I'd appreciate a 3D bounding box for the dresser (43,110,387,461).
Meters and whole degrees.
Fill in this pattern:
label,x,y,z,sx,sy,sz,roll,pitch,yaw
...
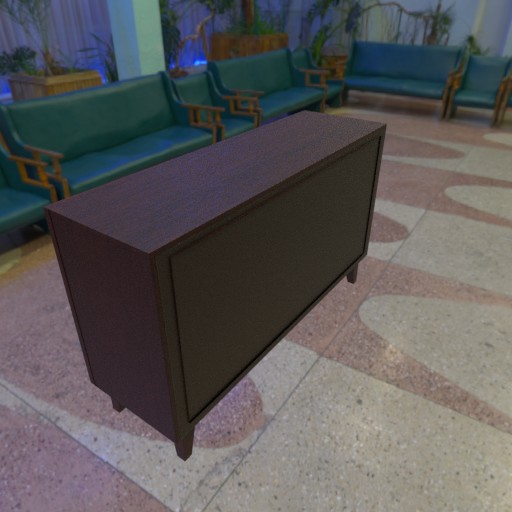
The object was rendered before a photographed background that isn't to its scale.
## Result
label,x,y,z,sx,sy,sz,roll,pitch,yaw
dresser,0.000,0.000,2.084,0.499,0.971,1.609,21,37,30
